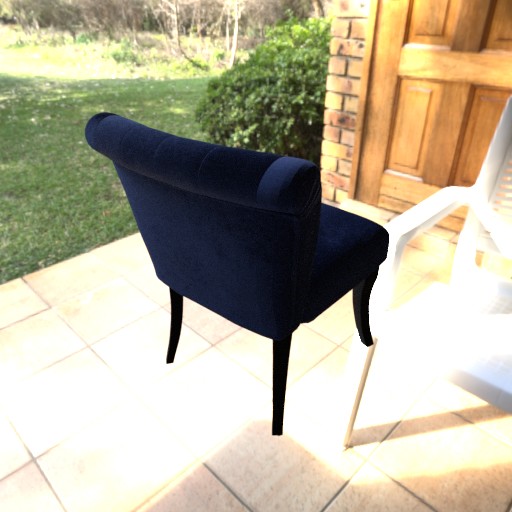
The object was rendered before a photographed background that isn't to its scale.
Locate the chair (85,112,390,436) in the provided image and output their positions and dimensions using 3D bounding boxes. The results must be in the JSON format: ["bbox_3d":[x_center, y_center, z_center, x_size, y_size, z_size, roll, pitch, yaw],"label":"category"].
[{"bbox_3d":[0.000,0.000,1.185,0.585,0.753,0.606,22,37,33],"label":"chair"}]
